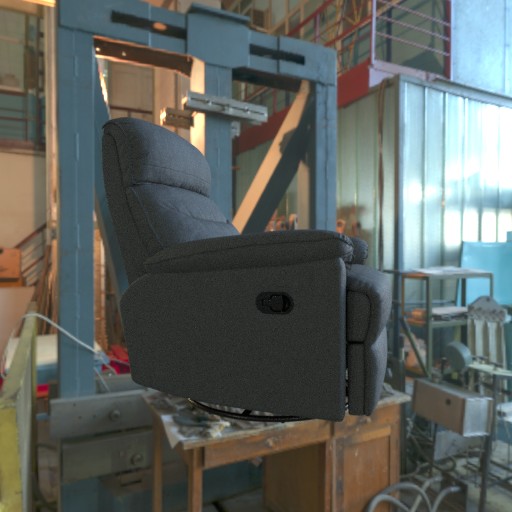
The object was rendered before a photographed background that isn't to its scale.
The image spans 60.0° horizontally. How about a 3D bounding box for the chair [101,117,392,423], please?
[{"bbox_3d":[0.000,0.000,1.712,1.004,1.037,0.820,0,1,18],"label":"chair"}]
